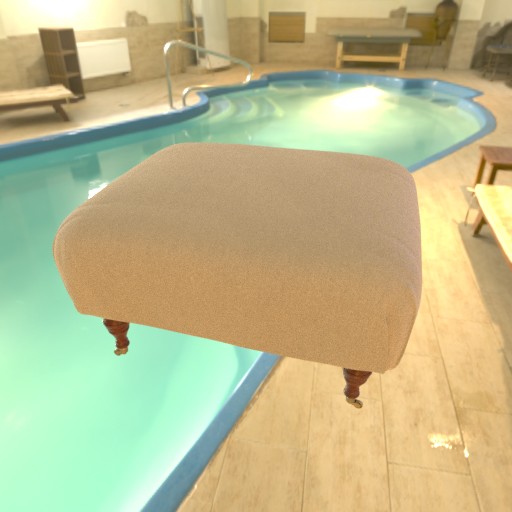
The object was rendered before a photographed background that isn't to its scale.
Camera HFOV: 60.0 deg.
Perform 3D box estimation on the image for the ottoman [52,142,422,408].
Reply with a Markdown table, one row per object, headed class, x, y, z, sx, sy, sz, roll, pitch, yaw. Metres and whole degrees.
| class | x | y | z | sx | sy | sz | roll | pitch | yaw |
| --- | --- | --- | --- | --- | --- | --- | --- | --- | --- |
| ottoman | 0.000 | 0.000 | 1.115 | 0.746 | 0.450 | 0.622 | 8 | 33 | 13 |
